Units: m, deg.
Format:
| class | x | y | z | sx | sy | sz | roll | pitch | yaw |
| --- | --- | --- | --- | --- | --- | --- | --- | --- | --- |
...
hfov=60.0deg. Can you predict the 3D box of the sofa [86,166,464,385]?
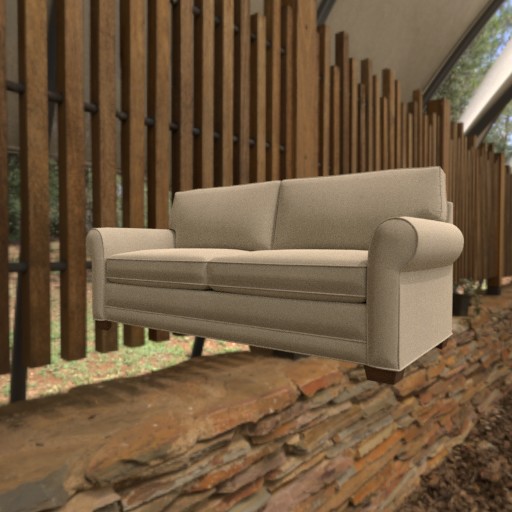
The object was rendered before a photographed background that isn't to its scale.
| class | x | y | z | sx | sy | sz | roll | pitch | yaw |
| --- | --- | --- | --- | --- | --- | --- | --- | --- | --- |
| sofa | 0.000 | 0.000 | 2.627 | 2.146 | 0.962 | 0.901 | 1 | 2 | 36 |
